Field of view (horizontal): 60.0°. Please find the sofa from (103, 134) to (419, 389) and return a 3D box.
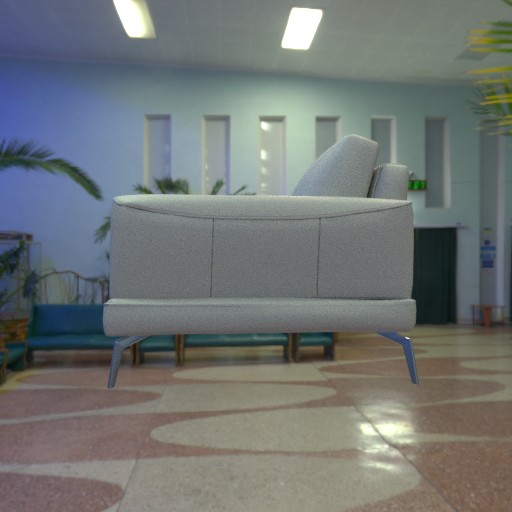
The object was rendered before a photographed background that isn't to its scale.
[{"bbox_3d":[0.000,0.000,2.375,1.121,0.930,1.819,0,-1,-2],"label":"sofa"}]
